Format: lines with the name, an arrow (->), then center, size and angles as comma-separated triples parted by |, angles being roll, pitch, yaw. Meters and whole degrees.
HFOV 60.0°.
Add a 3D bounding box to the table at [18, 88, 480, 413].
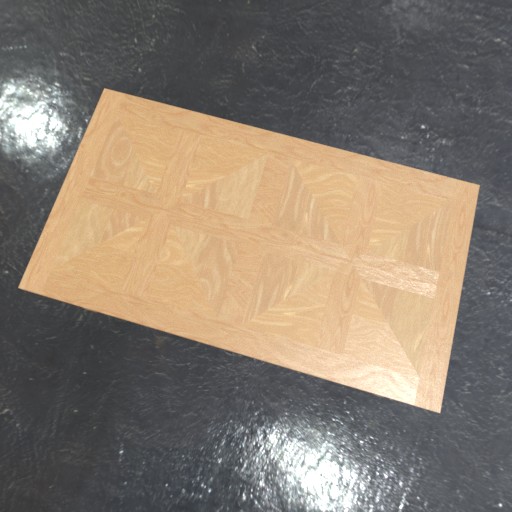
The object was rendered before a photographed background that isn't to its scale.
table -> 0.000, 0.000, 1.606 | 1.270, 0.507, 0.711 | 16, 76, 4
